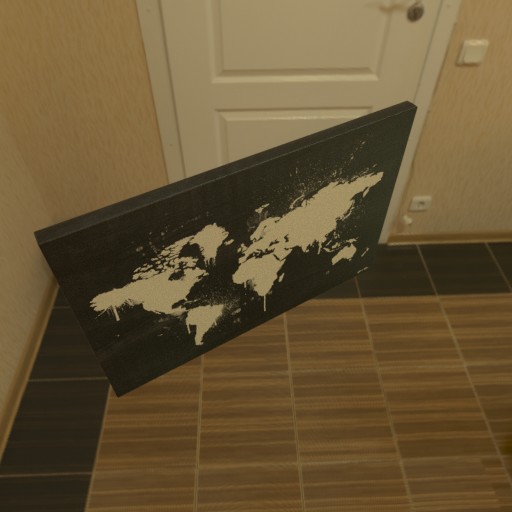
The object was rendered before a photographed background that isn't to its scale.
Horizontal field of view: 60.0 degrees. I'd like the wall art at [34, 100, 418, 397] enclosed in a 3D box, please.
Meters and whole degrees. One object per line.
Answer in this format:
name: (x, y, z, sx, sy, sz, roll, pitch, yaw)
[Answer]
wall art: (0.000, 0.000, 1.167, 0.912, 0.612, 0.038, -24, 52, -21)
